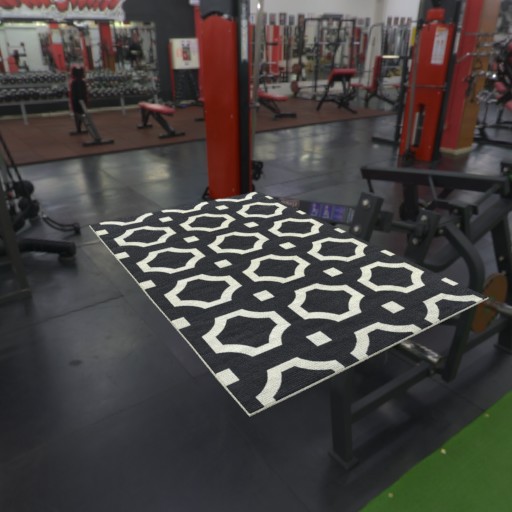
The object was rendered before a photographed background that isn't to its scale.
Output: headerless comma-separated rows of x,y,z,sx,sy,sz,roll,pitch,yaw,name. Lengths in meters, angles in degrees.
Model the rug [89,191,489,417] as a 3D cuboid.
0.000,0.000,2.904,1.555,0.016,2.286,-16,30,-30,rug
